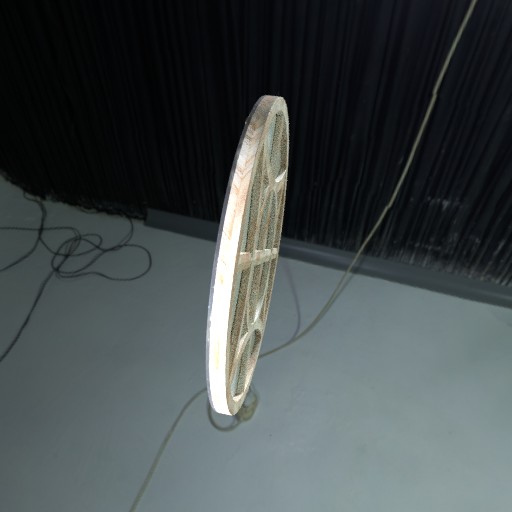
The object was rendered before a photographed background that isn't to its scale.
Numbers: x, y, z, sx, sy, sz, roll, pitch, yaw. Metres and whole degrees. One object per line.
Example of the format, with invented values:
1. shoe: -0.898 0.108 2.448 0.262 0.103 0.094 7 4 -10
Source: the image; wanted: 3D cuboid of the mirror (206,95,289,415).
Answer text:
1. mirror: 0.000 0.000 1.043 0.038 0.710 0.710 9 48 8
